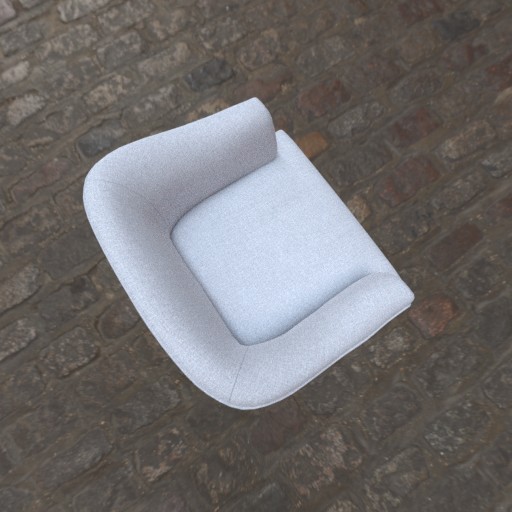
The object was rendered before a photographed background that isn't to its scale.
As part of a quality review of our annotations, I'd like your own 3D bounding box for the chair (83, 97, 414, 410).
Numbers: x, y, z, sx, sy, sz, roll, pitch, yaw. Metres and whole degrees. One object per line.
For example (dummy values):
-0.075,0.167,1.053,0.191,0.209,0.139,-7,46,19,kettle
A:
0.000,0.000,1.429,0.704,0.815,0.798,-33,77,-9,chair
